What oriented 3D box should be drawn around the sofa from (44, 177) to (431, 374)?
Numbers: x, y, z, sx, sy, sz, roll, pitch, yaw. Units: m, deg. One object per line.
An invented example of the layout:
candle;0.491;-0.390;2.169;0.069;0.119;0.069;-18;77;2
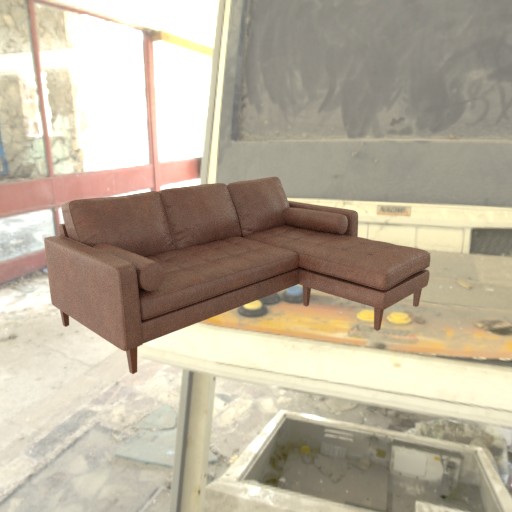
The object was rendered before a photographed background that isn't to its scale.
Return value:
sofa;0.000;0.000;2.998;1.613;0.841;2.185;15;22;42
